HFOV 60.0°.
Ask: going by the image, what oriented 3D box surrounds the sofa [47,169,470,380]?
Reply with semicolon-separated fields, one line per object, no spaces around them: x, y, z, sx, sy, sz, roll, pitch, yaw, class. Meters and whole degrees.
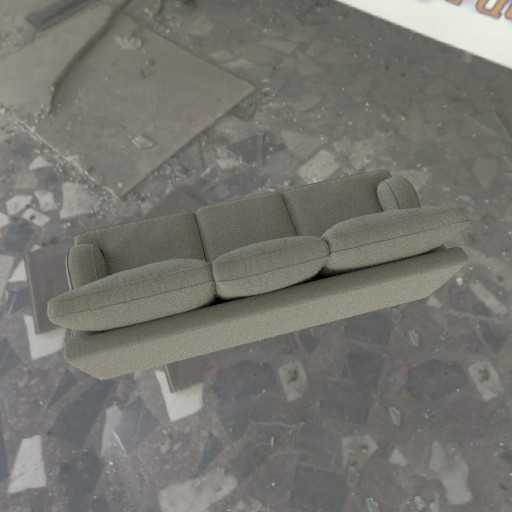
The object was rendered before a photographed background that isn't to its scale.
0.000;0.000;2.876;2.323;0.997;1.016;-13;60;-8;sofa
